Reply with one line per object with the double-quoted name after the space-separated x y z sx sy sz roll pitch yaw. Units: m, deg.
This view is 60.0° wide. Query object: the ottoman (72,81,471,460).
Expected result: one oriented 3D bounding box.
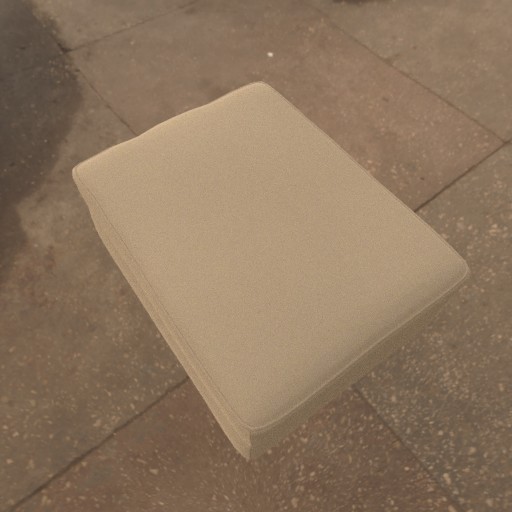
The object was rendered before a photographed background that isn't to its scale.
0.000 0.000 1.205 0.634 0.485 0.818 -31 64 -18 "ottoman"
